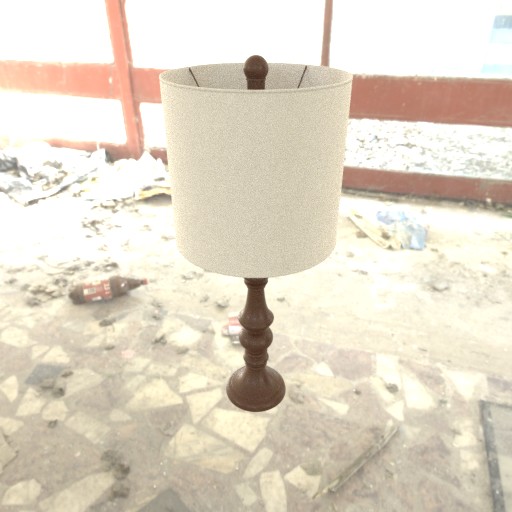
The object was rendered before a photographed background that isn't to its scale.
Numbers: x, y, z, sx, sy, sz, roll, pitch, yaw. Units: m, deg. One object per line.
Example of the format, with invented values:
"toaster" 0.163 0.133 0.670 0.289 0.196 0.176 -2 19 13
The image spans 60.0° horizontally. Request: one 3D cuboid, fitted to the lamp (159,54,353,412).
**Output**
"lamp" 0.000 0.000 0.719 0.250 0.597 0.250 21 36 32
